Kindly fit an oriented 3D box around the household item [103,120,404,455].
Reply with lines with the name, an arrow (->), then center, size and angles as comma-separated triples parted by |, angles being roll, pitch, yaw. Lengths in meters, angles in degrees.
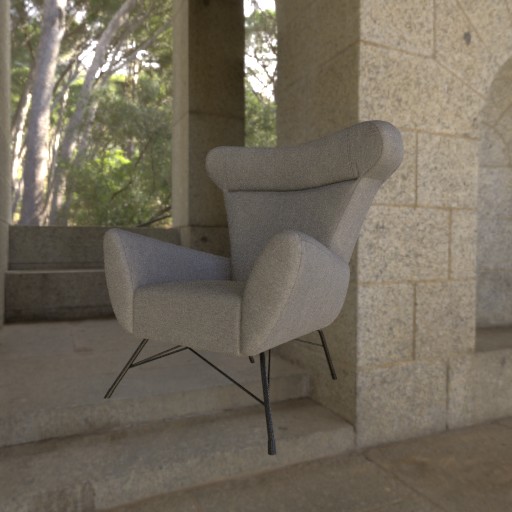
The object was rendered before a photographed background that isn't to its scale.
household item -> 0.000, 0.000, 1.773 | 0.980, 1.050, 0.900 | 1, 2, 36
